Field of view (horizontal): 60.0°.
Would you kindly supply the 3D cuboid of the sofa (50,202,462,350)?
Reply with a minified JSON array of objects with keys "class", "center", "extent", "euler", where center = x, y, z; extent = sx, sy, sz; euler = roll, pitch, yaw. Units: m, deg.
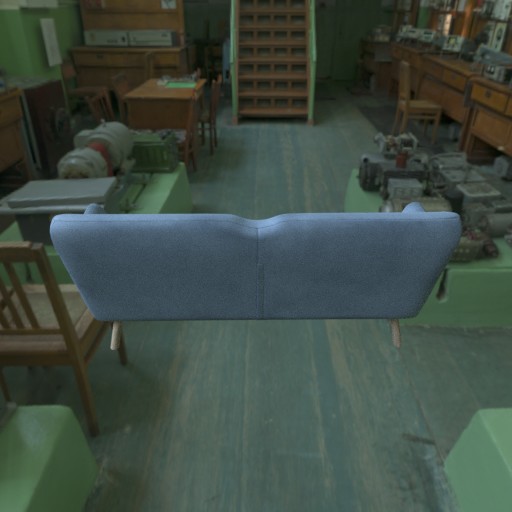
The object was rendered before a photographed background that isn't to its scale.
[{"class":"sofa","center":[0.000,0.000,2.317],"extent":[1.870,0.810,0.850],"euler":[0,30,-1]}]
